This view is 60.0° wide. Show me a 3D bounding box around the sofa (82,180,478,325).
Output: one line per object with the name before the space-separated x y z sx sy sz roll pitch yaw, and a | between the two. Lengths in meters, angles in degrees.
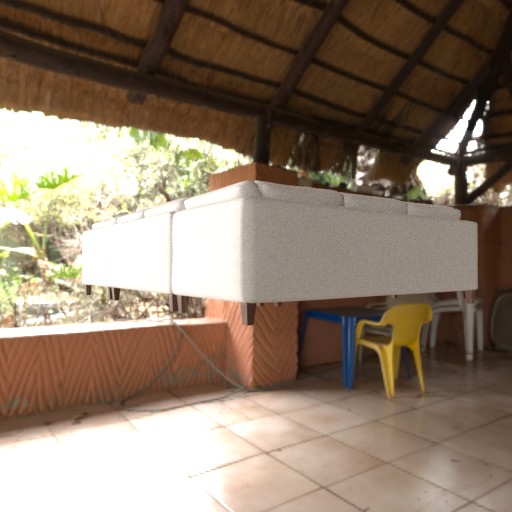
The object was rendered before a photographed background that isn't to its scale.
sofa | 0.000 0.000 4.427 2.551 0.853 3.238 1 -2 -36
